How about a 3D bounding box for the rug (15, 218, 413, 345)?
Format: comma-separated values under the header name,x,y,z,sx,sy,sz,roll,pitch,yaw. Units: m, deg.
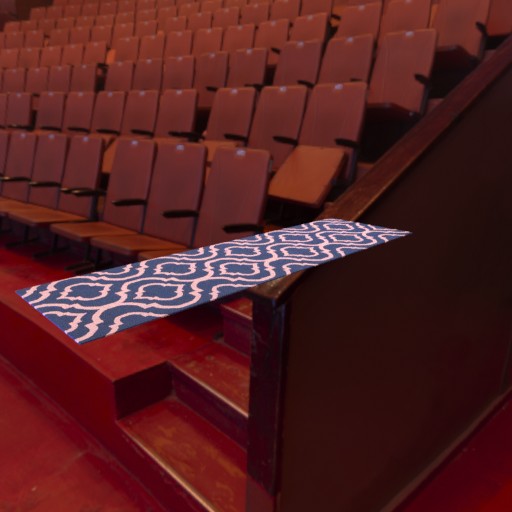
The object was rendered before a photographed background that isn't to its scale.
name,x,y,z,sx,sy,sz,roll,pitch,yaw
rug,0.000,0.000,2.486,2.296,0.006,0.685,-15,22,-42
